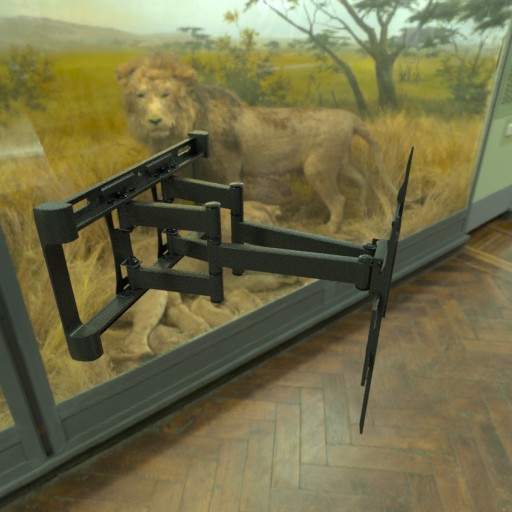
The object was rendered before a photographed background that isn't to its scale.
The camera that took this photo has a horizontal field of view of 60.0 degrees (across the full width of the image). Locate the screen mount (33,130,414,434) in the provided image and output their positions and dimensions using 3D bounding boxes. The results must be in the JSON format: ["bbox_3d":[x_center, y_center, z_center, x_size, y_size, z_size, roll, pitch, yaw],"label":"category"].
[{"bbox_3d":[0.000,0.000,0.938,0.556,0.424,0.571,10,30,18],"label":"screen mount"}]
